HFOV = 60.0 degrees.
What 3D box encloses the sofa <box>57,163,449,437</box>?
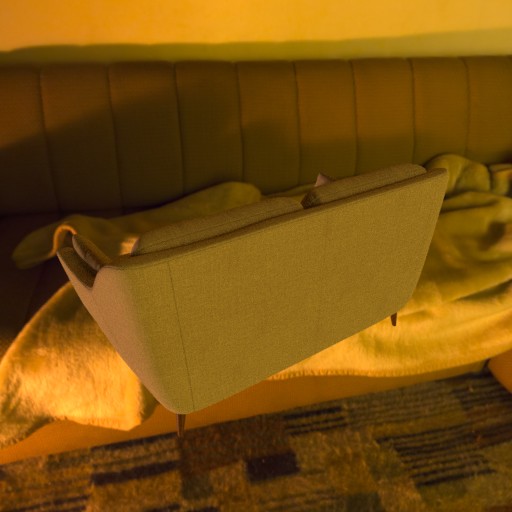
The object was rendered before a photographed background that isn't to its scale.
[{"bbox_3d":[0.000,0.000,2.175,1.652,0.888,0.965,-19,35,-28],"label":"sofa"}]
